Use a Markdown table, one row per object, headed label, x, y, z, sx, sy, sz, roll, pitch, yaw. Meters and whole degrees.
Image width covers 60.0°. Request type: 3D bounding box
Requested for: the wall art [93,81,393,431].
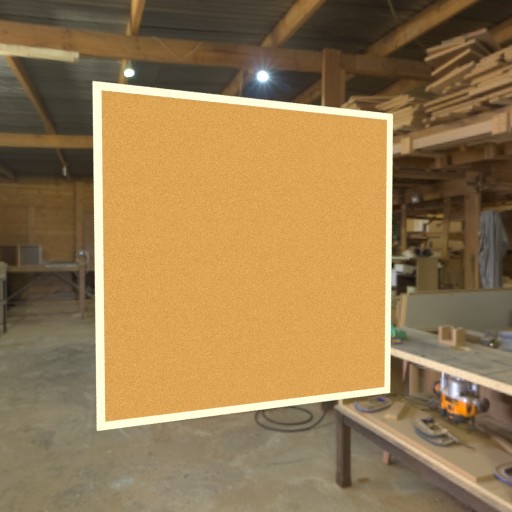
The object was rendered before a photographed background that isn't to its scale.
| label | x | y | z | sx | sy | sz | roll | pitch | yaw |
| --- | --- | --- | --- | --- | --- | --- | --- | --- | --- |
| wall art | 0.000 | 0.000 | 0.745 | 0.509 | 0.509 | 0.040 | -1 | 2 | -19 |
